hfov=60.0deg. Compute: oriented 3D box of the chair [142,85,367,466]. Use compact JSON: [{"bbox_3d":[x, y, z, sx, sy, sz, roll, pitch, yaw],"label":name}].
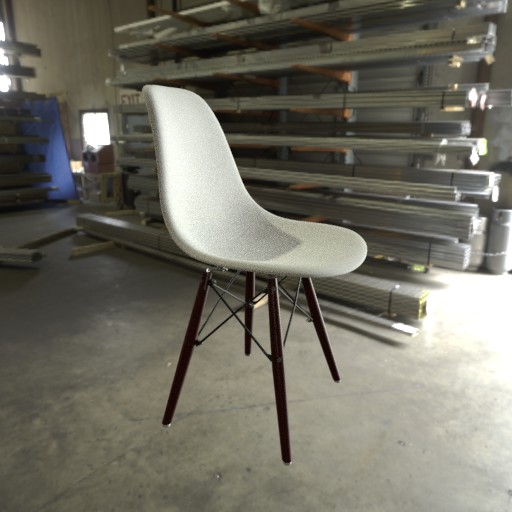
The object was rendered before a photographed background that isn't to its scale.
[{"bbox_3d":[0.000,0.000,1.123,0.533,0.826,0.470,8,17,25],"label":"chair"}]
